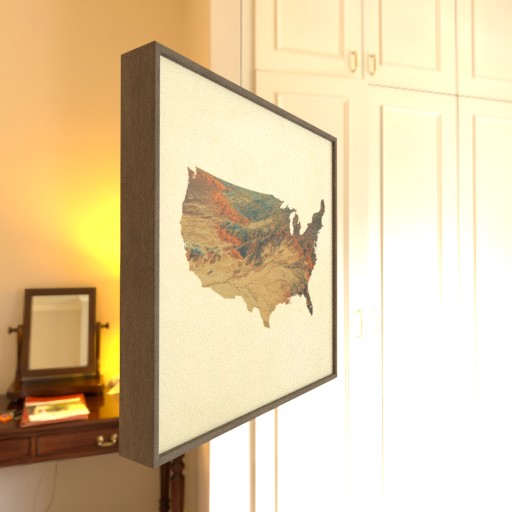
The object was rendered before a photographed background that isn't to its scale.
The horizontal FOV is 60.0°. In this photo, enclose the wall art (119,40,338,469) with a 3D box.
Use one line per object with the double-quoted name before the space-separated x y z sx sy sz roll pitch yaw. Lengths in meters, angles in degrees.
"wall art" 0.000 0.000 0.446 0.038 0.302 0.303 -1 -1 35
